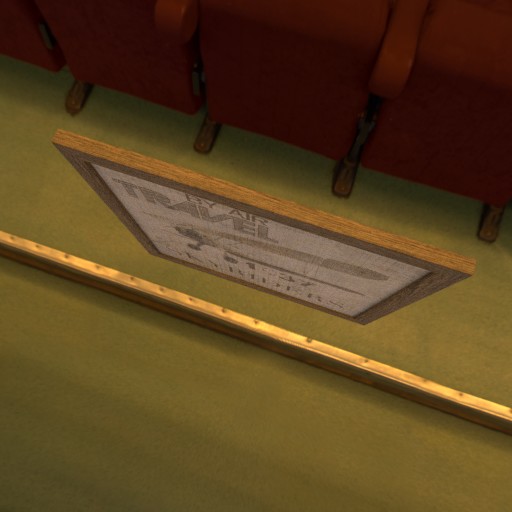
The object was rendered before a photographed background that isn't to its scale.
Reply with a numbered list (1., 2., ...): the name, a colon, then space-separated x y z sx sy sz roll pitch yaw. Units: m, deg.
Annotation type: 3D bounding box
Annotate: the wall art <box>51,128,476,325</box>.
1. wall art: 0.000 0.000 0.753 0.508 0.508 0.019 18 76 5
